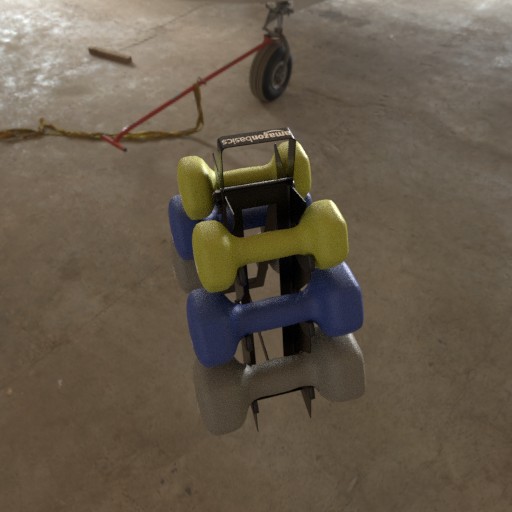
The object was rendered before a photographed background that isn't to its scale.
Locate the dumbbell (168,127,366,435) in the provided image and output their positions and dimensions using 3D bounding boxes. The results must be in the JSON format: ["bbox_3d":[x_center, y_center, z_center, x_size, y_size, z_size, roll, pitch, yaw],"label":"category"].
[{"bbox_3d":[0.000,0.000,0.694,0.261,0.426,0.416,-11,48,-10],"label":"dumbbell"}]
